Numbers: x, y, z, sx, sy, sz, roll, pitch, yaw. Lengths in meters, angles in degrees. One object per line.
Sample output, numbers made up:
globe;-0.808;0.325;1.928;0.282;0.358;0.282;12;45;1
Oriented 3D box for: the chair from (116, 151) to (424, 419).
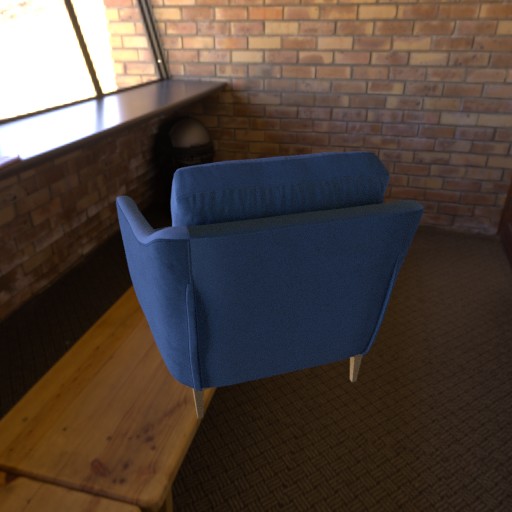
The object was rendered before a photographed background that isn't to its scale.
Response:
chair;0.000;0.000;1.724;0.987;0.899;0.961;-8;29;-15
